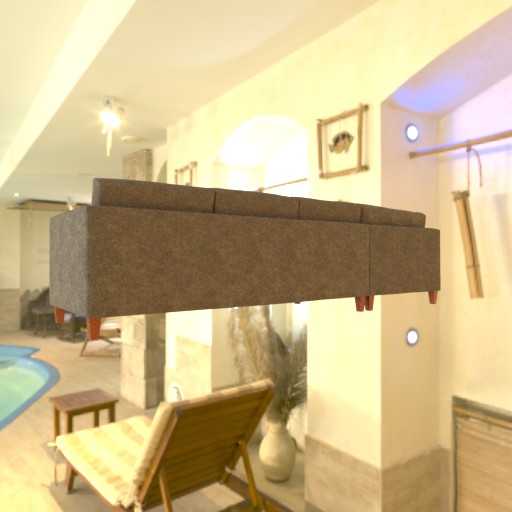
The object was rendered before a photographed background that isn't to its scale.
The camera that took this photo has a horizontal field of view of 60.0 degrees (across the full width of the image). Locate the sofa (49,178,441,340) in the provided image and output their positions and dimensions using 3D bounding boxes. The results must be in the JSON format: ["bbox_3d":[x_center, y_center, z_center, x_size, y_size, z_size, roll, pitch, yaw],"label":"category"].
[{"bbox_3d":[0.000,0.000,4.055,3.471,0.954,1.606,0,0,-36],"label":"sofa"}]
